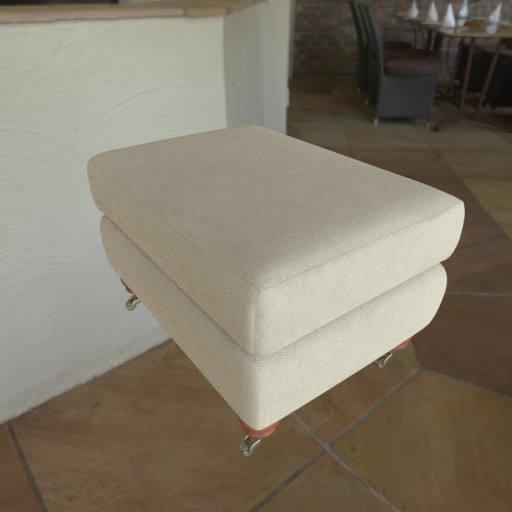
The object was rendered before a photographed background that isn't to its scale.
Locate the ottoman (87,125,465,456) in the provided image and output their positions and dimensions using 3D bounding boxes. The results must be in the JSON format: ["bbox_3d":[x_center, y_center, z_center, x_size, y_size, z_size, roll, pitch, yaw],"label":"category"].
[{"bbox_3d":[0.000,0.000,1.133,0.569,0.504,0.773,-21,37,-31],"label":"ottoman"}]
